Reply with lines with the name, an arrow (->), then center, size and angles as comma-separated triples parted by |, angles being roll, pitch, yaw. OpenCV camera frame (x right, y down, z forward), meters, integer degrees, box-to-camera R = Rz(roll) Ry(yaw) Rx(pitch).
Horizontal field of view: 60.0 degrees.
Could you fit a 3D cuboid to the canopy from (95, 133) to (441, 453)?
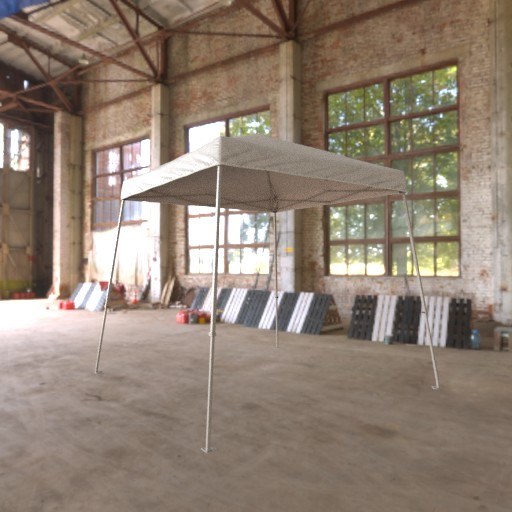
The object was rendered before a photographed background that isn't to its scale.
canopy -> 0.000, 0.000, 5.127 | 2.849, 2.849, 2.848 | 1, -1, -35
